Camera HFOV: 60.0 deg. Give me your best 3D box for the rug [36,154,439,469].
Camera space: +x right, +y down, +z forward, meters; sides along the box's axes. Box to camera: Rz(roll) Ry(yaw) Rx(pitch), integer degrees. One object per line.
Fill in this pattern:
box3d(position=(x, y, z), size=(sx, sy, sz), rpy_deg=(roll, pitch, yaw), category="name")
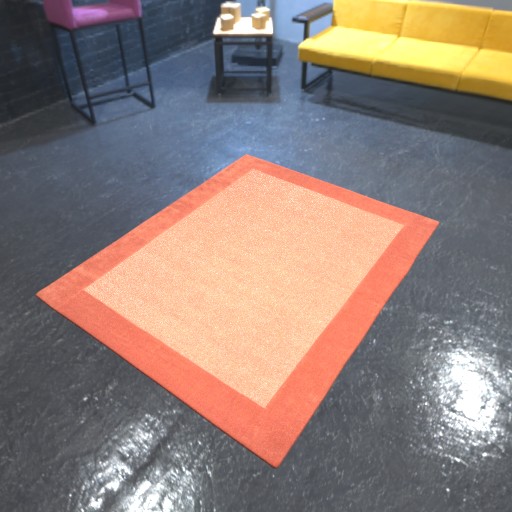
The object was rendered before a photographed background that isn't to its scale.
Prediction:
box3d(position=(0.000, 0.000, 4.060), size=(2.430, 0.018, 2.976), rpy_deg=(25, 47, 26), category="rug")
